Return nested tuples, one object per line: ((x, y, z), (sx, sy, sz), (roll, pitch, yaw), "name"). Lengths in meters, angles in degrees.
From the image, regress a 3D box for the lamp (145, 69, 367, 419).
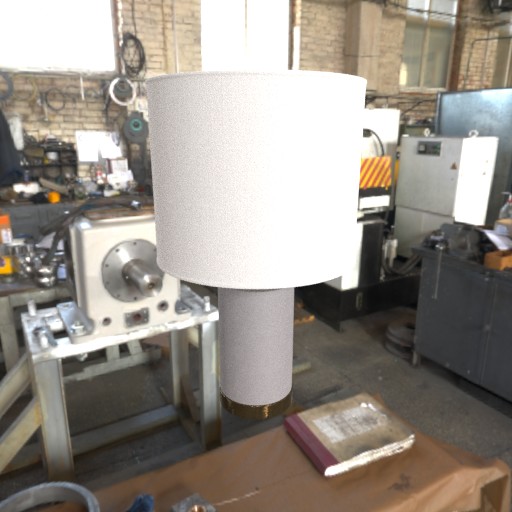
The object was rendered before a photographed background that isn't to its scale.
((0.000, 0.000, 0.522), (0.229, 0.380, 0.229), (0, 16, 0), "lamp")
